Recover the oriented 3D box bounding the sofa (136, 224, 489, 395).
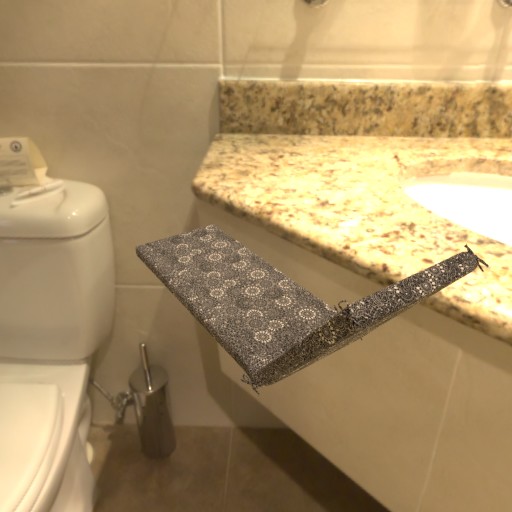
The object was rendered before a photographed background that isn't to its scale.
[{"bbox_3d":[0.000,0.000,1.904,0.582,0.622,1.663,-19,35,-30],"label":"sofa"}]
